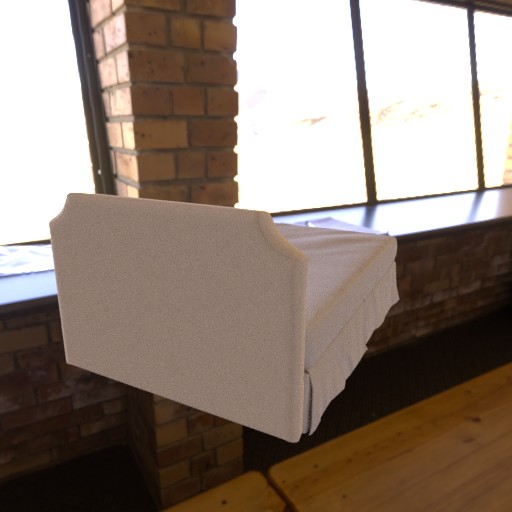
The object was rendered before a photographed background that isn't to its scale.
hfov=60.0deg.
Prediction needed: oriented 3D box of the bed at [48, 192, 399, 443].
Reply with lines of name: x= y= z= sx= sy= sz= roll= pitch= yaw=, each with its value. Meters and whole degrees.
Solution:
bed: x=0.000 y=0.000 z=3.685 sx=1.977 sy=1.293 sz=2.498 roll=9 pitch=19 yaw=27
